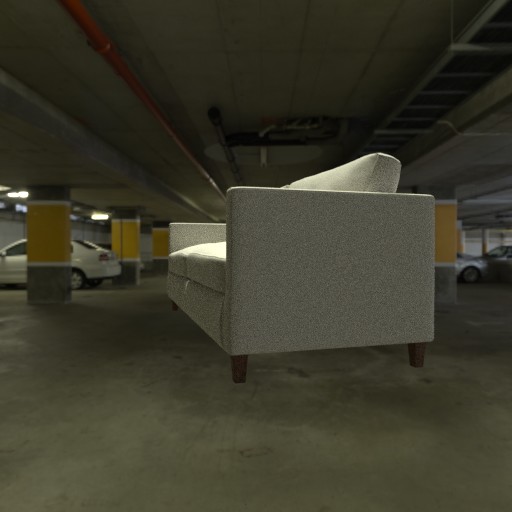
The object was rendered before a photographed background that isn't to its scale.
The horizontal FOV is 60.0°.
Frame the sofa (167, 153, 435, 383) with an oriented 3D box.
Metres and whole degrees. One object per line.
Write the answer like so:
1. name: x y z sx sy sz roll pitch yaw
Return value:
1. sofa: 0.000 0.000 2.903 0.951 0.962 2.361 0 1 -17
